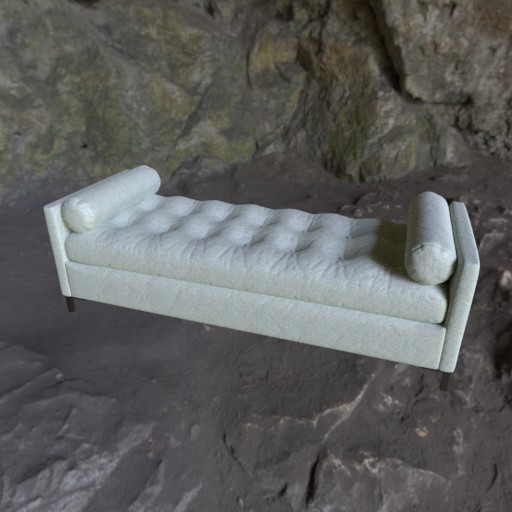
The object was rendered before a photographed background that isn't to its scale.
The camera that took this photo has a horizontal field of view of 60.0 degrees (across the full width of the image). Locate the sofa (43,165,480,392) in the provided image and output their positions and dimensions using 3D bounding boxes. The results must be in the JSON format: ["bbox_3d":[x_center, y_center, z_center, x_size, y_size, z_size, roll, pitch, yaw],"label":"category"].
[{"bbox_3d":[0.000,0.000,2.447,2.102,0.705,0.796,8,27,17],"label":"sofa"}]
